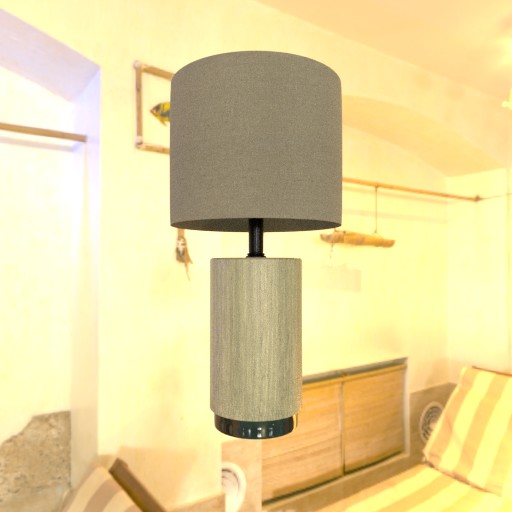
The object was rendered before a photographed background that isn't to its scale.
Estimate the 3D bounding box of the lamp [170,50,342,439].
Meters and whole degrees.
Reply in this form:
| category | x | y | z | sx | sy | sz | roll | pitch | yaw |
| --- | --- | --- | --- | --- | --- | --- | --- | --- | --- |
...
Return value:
| category | x | y | z | sx | sy | sz | roll | pitch | yaw |
| --- | --- | --- | --- | --- | --- | --- | --- | --- | --- |
| lamp | 0.000 | 0.000 | 0.593 | 0.228 | 0.444 | 0.228 | 1 | -1 | -36 |
